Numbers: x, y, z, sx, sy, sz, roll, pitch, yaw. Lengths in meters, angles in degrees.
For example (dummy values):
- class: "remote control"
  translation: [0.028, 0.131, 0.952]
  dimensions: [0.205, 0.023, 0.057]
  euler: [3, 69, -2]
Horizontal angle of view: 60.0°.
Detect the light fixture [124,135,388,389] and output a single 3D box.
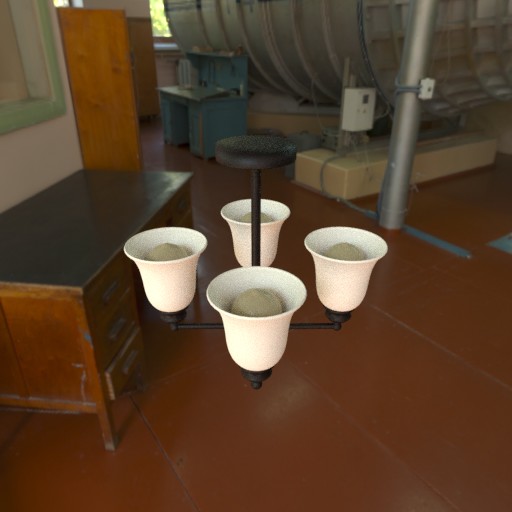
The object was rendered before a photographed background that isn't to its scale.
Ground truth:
- class: "light fixture"
  translation: [0.000, 0.000, 1.840]
  dimensions: [1.069, 0.925, 1.069]
  euler: [0, 27, 0]
